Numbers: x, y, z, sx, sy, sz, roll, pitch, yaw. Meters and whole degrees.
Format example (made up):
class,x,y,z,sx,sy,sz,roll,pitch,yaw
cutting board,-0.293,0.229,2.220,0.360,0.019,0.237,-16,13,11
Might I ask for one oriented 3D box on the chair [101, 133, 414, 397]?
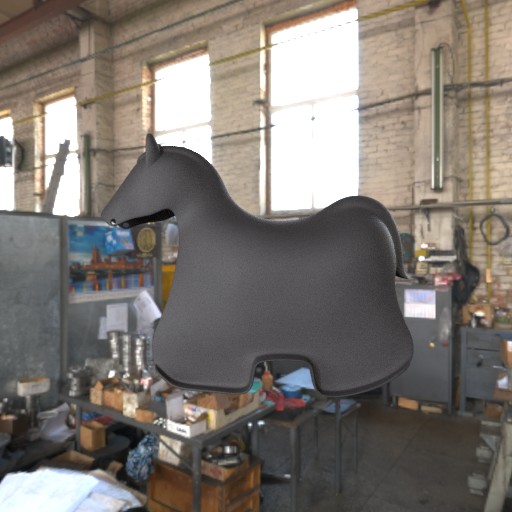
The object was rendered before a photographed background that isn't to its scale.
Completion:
class,x,y,z,sx,sy,sz,roll,pitch,yaw
chair,0.000,0.000,1.160,0.800,0.612,0.429,0,0,-1
